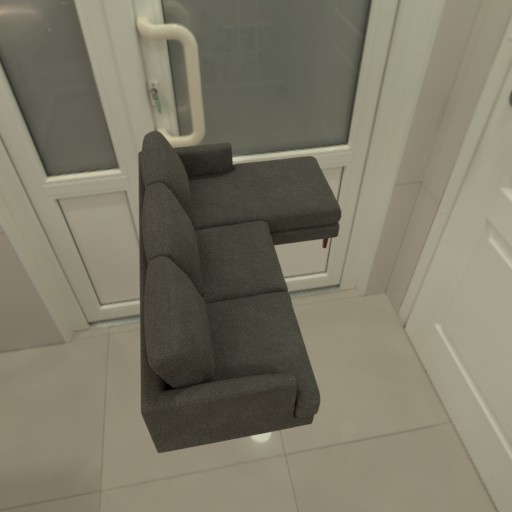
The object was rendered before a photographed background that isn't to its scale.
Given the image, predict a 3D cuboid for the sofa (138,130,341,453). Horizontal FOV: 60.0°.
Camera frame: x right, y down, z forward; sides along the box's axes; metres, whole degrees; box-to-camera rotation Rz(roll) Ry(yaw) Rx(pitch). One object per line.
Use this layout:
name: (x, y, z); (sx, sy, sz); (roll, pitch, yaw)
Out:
sofa: (0.000, 0.000, 3.048); (1.504, 0.956, 2.233); (-8, 46, -7)
